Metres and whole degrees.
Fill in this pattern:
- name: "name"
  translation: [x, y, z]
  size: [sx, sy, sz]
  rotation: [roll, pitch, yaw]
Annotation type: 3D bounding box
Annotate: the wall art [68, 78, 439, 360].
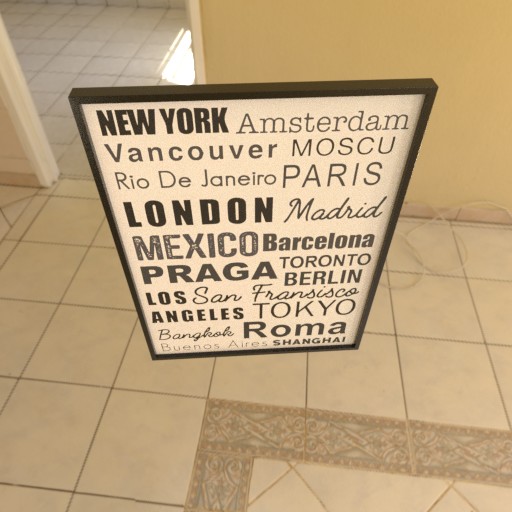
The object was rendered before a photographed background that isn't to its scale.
- name: "wall art"
  translation: [0.000, 0.000, 1.330]
  size: [0.788, 1.046, 0.043]
  rotation: [-3, 46, -2]
